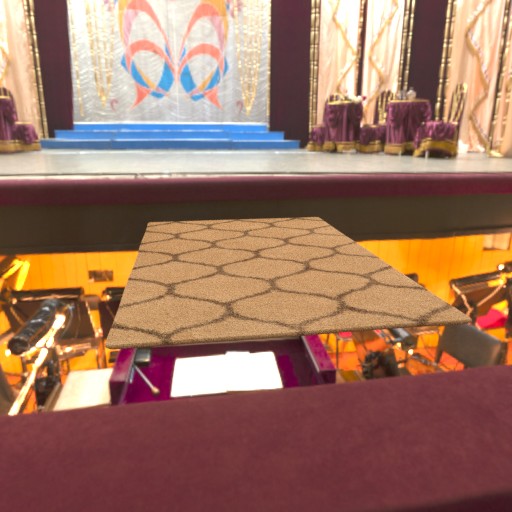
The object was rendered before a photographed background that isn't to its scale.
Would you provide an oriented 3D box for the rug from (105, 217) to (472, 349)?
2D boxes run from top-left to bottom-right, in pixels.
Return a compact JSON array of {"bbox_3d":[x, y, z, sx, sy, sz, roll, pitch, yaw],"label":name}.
[{"bbox_3d":[0.000,0.000,3.382,1.801,0.026,2.701,-3,16,-9],"label":"rug"}]
